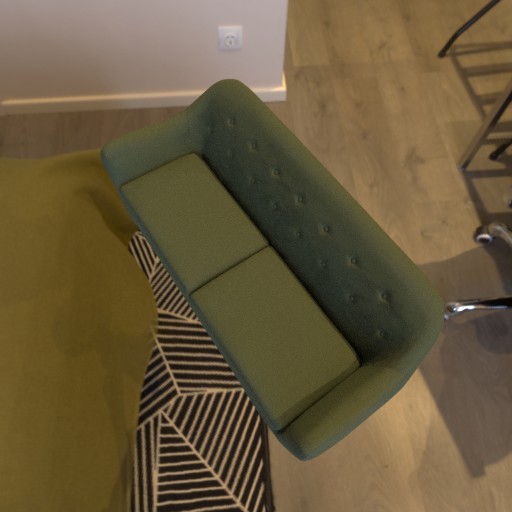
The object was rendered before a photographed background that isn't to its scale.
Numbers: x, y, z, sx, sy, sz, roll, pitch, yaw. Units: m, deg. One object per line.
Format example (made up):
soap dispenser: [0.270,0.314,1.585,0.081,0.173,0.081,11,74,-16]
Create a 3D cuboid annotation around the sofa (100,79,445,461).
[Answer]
sofa: [0.000,0.000,2.271,0.820,0.836,1.840,-31,67,-15]
